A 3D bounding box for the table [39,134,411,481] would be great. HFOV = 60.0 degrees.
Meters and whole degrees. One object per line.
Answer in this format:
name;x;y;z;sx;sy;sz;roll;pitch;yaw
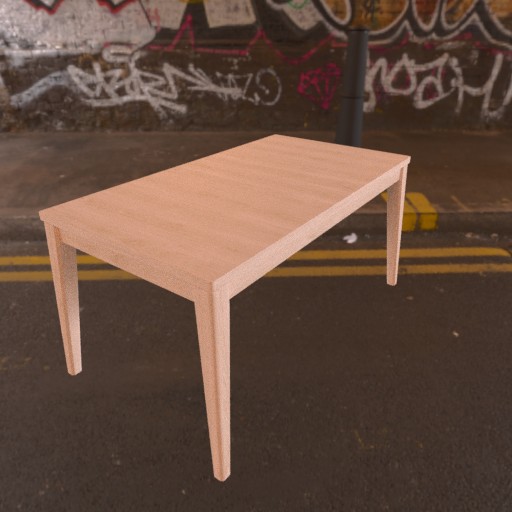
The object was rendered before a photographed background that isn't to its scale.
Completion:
table;0.000;0.000;2.117;0.900;0.760;1.600;19;33;32
